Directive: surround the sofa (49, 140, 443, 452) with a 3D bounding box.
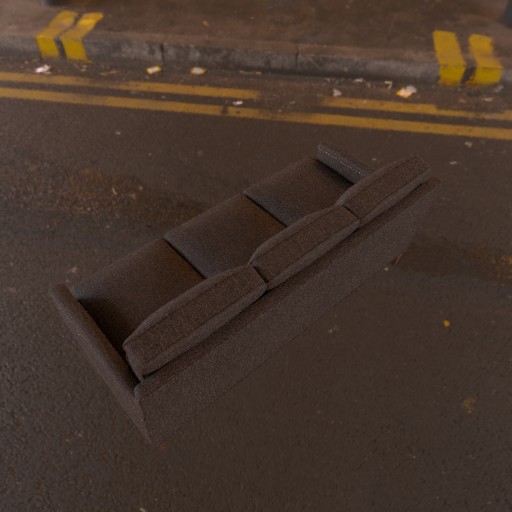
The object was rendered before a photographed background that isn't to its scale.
[{"bbox_3d":[0.000,0.000,2.786,2.246,1.003,1.084,-33,56,-26],"label":"sofa"}]
